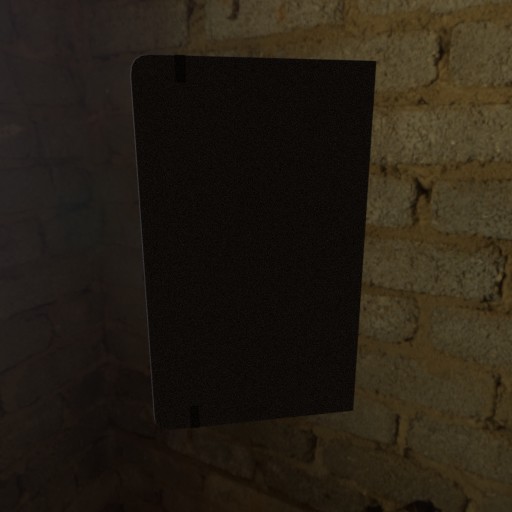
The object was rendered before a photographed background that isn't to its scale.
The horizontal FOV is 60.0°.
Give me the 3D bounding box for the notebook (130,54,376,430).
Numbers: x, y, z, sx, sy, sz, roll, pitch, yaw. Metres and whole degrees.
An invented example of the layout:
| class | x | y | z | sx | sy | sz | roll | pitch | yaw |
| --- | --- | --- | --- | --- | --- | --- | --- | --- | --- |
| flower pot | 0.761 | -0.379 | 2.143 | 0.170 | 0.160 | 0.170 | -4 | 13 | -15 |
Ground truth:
| class | x | y | z | sx | sy | sz | roll | pitch | yaw |
| --- | --- | --- | --- | --- | --- | --- | --- | --- | --- |
| notebook | 0.000 | 0.000 | 0.259 | 0.127 | 0.213 | 0.016 | -3 | 16 | -9 |
